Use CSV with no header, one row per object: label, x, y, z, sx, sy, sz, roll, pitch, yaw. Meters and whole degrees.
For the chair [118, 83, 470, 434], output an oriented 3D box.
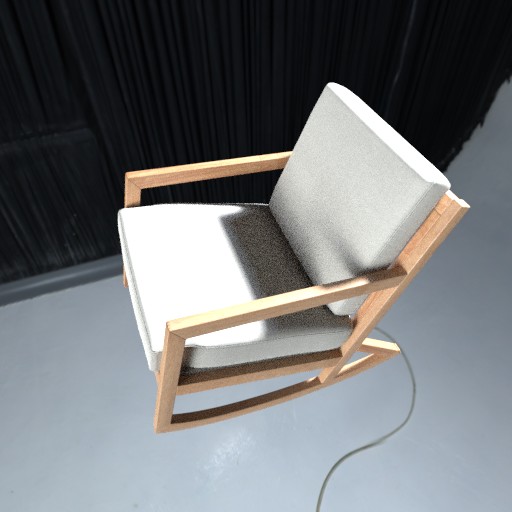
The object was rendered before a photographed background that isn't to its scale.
chair,0.000,0.000,1.386,0.857,0.790,0.622,-15,49,-14
